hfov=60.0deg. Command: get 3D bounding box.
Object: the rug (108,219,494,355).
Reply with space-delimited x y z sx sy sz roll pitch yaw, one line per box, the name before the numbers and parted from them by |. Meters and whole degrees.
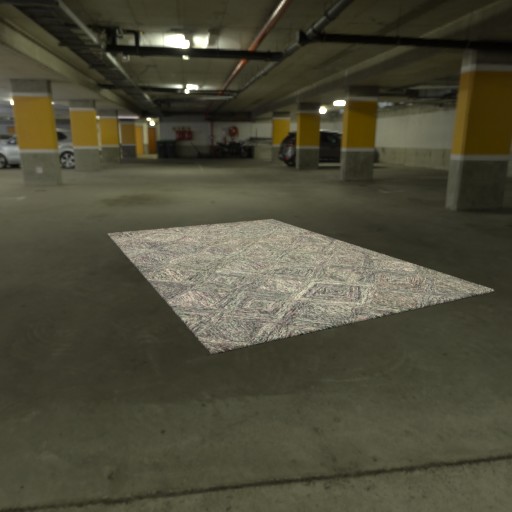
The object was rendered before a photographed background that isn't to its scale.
rug | 0.000 0.000 2.868 1.501 0.017 2.298 -7 16 -26
